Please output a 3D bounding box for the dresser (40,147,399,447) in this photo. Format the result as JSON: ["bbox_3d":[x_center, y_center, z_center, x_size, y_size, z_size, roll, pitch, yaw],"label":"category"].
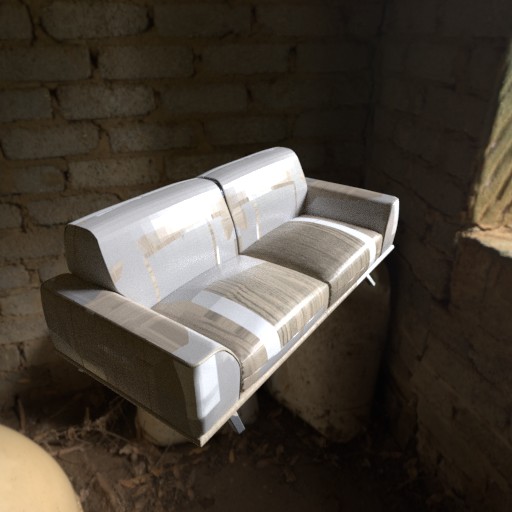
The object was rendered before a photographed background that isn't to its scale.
[{"bbox_3d":[0.000,0.000,5.756,2.251,1.863,4.679,18,33,31],"label":"dresser"}]
